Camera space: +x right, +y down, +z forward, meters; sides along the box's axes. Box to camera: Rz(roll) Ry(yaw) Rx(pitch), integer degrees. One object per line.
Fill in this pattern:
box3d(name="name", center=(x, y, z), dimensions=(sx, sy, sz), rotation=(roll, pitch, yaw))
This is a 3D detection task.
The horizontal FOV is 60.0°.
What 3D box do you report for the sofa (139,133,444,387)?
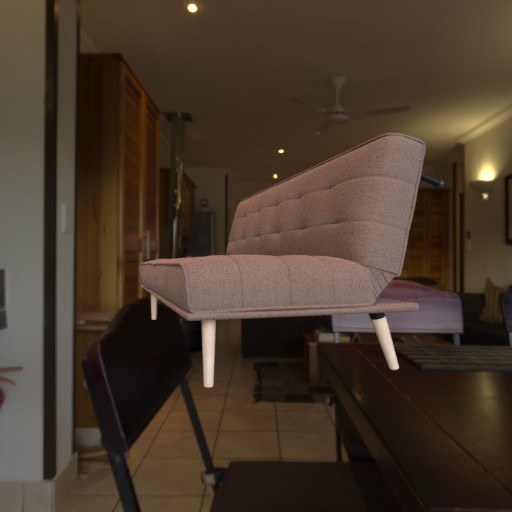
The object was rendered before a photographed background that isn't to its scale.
box3d(name="sofa", center=(0.000, 0.000, 2.251), dimensions=(1.038, 0.810, 1.820), rotation=(0, -1, -18))
